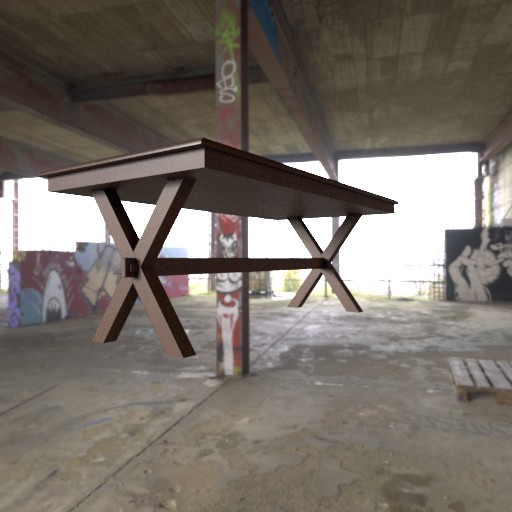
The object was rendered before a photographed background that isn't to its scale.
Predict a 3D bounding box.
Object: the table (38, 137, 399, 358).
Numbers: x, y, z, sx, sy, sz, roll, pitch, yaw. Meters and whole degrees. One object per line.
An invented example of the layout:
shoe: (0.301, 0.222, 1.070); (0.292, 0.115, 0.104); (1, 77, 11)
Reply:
table: (0.000, 0.000, 1.513); (0.594, 0.459, 1.197); (0, 0, 35)
